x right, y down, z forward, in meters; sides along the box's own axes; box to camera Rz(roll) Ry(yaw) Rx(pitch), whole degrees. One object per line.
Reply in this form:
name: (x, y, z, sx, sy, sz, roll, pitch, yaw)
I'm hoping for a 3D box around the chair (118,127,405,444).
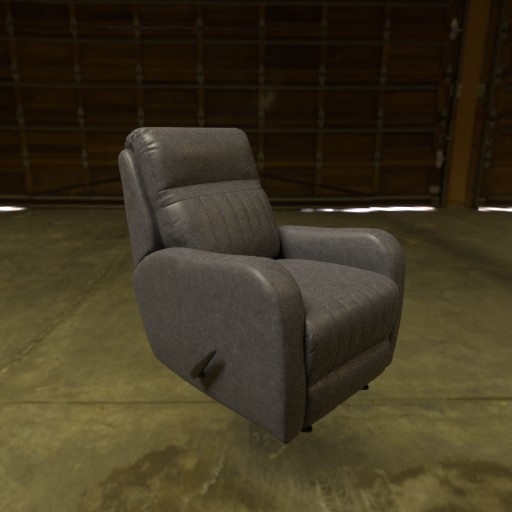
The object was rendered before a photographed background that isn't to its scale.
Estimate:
chair: (0.000, 0.000, 1.884, 1.067, 1.067, 0.865, 14, 20, 42)
